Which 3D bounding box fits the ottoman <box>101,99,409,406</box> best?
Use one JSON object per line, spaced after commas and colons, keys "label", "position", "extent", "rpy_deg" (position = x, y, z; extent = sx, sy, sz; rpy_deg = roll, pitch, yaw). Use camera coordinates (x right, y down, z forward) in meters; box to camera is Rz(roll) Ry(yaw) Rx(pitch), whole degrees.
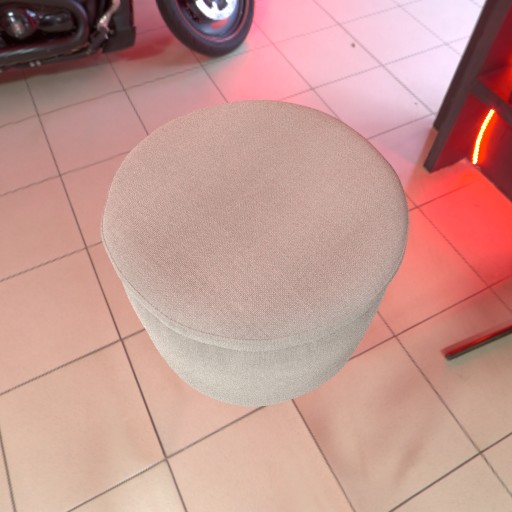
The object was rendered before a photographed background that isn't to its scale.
{"label": "ottoman", "position": [0.000, 0.000, 0.866], "extent": [0.497, 0.409, 0.497], "rpy_deg": [0, 58, 0]}
